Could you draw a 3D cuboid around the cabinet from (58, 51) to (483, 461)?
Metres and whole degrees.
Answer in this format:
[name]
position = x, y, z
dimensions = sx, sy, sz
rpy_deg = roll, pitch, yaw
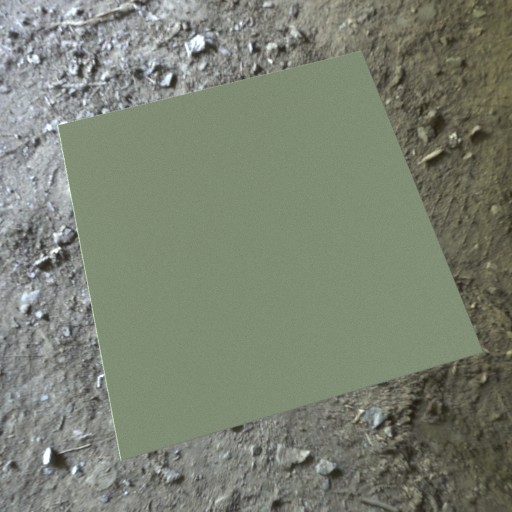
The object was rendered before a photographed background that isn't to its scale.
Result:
[cabinet]
position = 0.000, 0.000, 1.252
dimensions = 0.800, 0.460, 0.800
rpy_deg = -15, 76, -4
